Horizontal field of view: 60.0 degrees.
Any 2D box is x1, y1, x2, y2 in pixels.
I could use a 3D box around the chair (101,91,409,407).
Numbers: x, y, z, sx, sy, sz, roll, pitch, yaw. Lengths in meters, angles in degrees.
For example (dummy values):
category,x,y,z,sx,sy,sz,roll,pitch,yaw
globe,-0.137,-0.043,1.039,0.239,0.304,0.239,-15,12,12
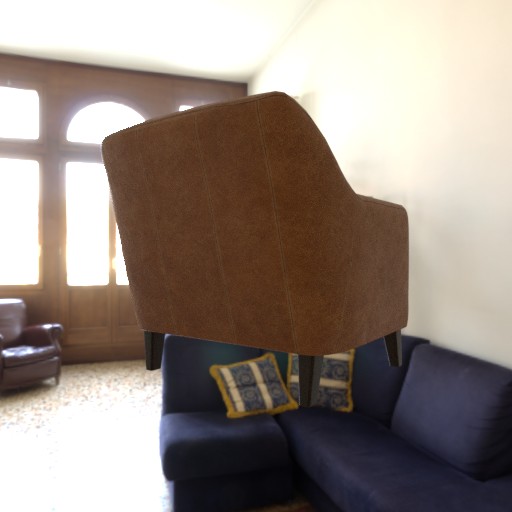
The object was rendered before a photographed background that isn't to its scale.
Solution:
category,x,y,z,sx,sy,sz,roll,pitch,yaw
chair,0.000,0.000,1.886,1.037,0.980,1.034,0,0,36
